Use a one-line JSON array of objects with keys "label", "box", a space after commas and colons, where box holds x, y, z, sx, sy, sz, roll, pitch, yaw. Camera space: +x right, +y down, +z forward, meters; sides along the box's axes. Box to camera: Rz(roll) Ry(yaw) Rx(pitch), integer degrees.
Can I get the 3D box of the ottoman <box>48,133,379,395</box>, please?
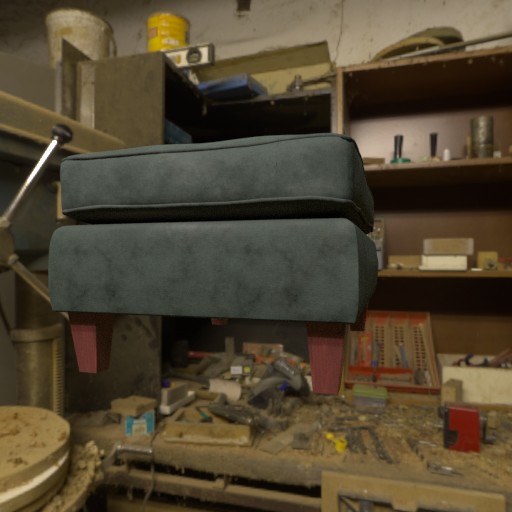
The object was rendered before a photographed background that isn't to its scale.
[{"label": "ottoman", "box": [0.000, 0.000, 1.223, 0.632, 0.495, 0.864, 0, 0, 17]}]
